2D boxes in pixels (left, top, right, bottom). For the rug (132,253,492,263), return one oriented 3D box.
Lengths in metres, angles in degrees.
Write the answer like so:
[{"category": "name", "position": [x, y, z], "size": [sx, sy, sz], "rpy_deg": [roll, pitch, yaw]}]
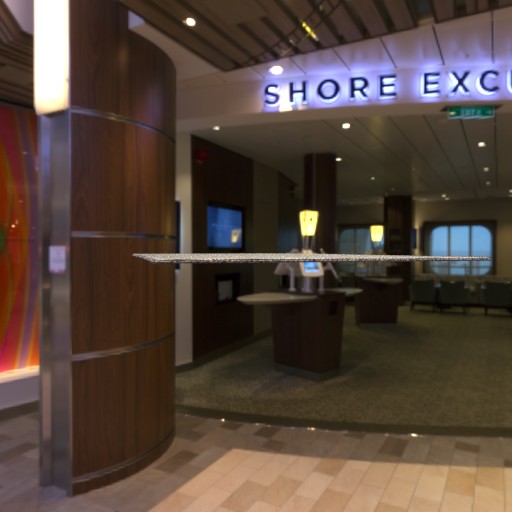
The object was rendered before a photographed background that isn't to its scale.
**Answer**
[{"category": "rug", "position": [0.000, 0.000, 2.986], "size": [1.538, 0.021, 2.443], "rpy_deg": [0, 1, -17]}]
